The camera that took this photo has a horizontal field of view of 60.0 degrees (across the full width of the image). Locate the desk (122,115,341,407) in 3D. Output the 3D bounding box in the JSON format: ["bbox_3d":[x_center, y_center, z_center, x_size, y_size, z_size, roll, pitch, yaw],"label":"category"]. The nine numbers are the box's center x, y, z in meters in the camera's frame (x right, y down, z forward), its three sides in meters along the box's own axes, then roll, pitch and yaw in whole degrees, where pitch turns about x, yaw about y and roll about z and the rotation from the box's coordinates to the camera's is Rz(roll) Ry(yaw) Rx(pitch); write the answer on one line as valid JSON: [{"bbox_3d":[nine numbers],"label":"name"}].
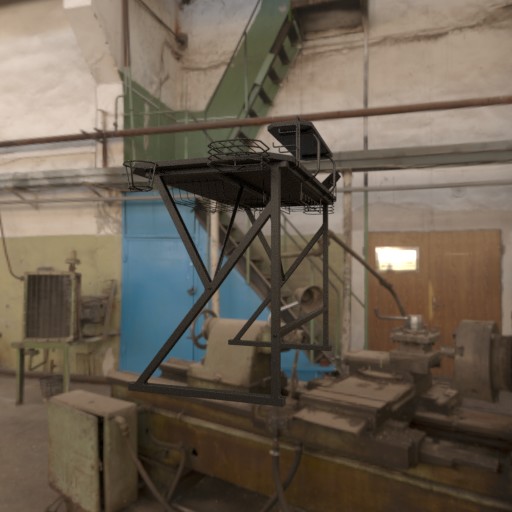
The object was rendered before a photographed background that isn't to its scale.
[{"bbox_3d":[0.000,0.000,1.762,0.580,0.880,1.290,0,-1,19],"label":"desk"}]
